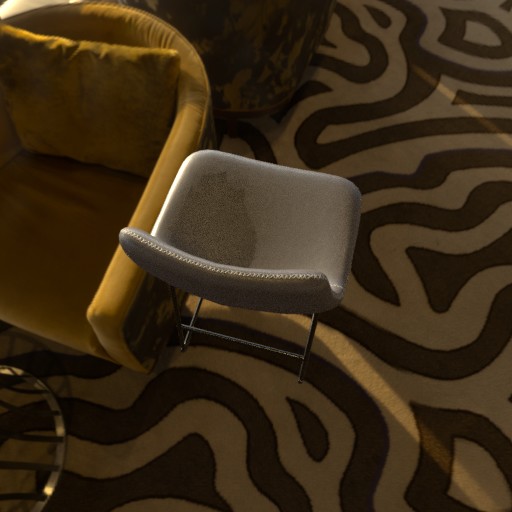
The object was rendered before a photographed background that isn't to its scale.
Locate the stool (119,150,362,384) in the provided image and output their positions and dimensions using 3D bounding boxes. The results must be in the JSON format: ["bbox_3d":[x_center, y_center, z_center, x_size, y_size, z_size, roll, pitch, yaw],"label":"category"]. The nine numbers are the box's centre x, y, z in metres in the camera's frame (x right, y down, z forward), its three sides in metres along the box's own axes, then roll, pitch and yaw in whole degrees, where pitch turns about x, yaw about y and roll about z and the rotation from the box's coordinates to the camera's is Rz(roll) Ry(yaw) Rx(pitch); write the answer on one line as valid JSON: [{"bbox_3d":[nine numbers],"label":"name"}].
[{"bbox_3d":[0.000,0.000,1.182,0.470,0.876,0.546,13,64,7],"label":"stool"}]
